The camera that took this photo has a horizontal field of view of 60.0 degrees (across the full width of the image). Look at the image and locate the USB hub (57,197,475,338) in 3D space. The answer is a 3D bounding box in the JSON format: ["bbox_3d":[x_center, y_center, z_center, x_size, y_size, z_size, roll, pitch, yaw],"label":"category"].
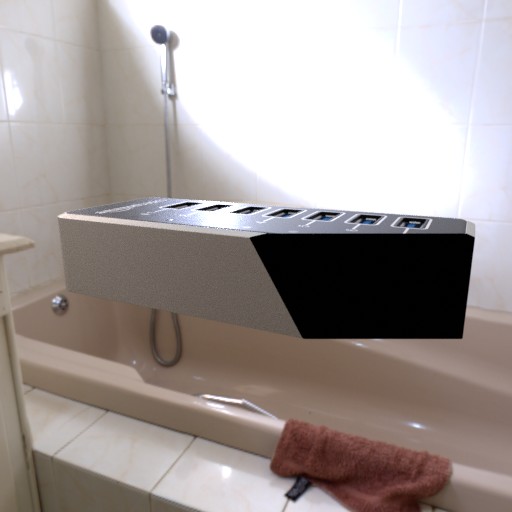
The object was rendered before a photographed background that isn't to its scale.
[{"bbox_3d":[0.000,0.000,0.126,0.110,0.023,0.044,7,16,25],"label":"USB hub"}]
